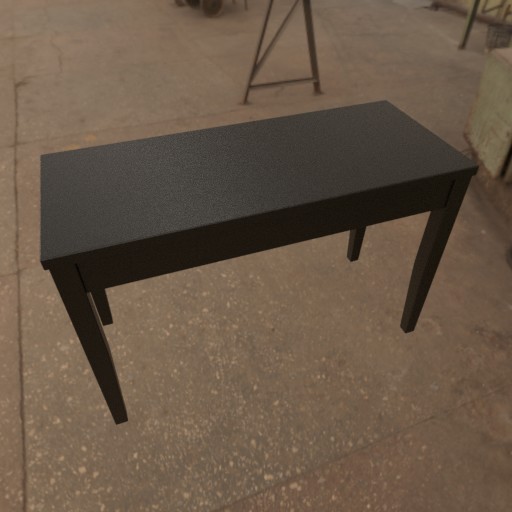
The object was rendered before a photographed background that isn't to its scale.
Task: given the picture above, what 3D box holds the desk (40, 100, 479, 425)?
[{"bbox_3d":[0.000,0.000,1.587,1.220,0.775,0.508,-14,44,-15],"label":"desk"}]
